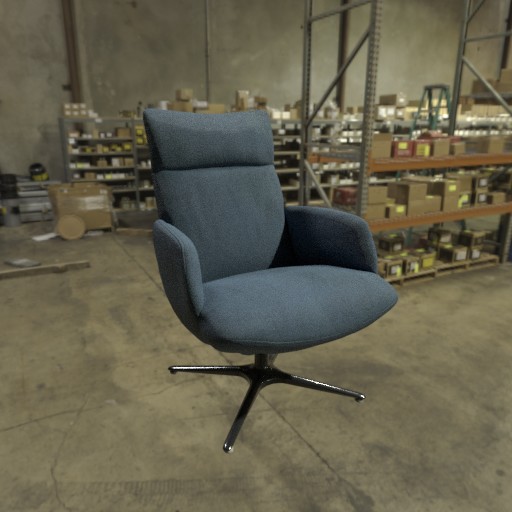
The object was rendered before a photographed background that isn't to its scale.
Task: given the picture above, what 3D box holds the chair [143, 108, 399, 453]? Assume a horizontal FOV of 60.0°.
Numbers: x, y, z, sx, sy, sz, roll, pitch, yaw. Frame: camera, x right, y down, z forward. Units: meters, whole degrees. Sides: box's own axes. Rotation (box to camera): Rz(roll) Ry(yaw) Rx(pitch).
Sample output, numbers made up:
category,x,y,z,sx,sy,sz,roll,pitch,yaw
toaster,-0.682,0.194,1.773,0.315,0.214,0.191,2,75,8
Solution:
category,x,y,z,sx,sy,sz,roll,pitch,yaw
chair,0.000,0.000,1.590,0.711,1.016,0.889,-9,19,-28
